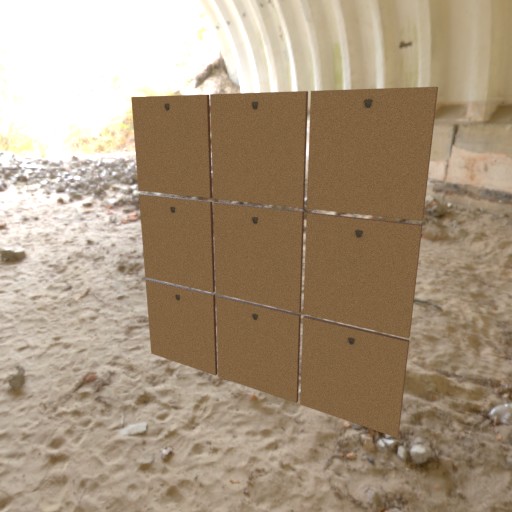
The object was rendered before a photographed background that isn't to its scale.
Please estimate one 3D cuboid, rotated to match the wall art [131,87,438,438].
[{"bbox_3d":[0.000,0.000,1.761,1.221,1.218,0.024,10,20,29],"label":"wall art"}]
